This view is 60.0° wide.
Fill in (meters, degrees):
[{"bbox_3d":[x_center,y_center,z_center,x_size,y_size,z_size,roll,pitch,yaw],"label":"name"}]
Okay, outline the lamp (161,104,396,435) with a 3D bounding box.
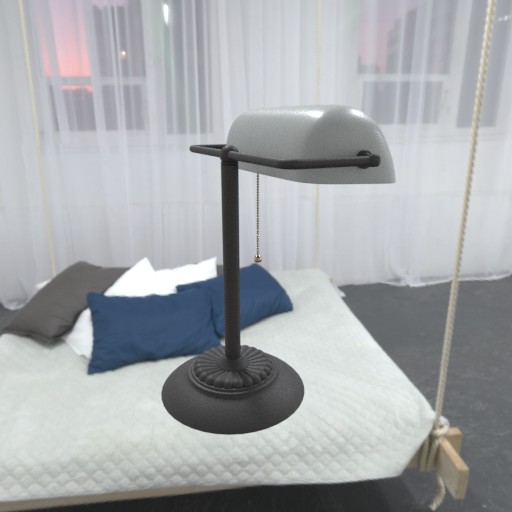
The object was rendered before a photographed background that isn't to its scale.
[{"bbox_3d":[0.000,0.000,0.526,0.243,0.339,0.264,-8,19,-25],"label":"lamp"}]
